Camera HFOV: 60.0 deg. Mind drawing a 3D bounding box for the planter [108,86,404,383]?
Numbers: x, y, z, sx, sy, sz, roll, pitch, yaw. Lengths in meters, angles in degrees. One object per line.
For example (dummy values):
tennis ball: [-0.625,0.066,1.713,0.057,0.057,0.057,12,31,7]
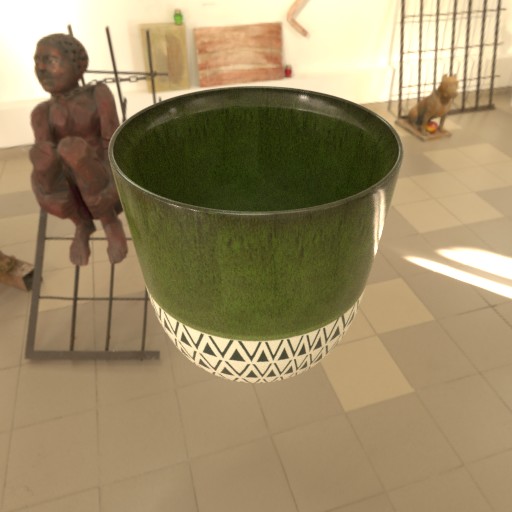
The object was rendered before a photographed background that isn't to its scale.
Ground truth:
planter: [0.000,0.000,0.464,0.245,0.270,0.245,0,39,0]
